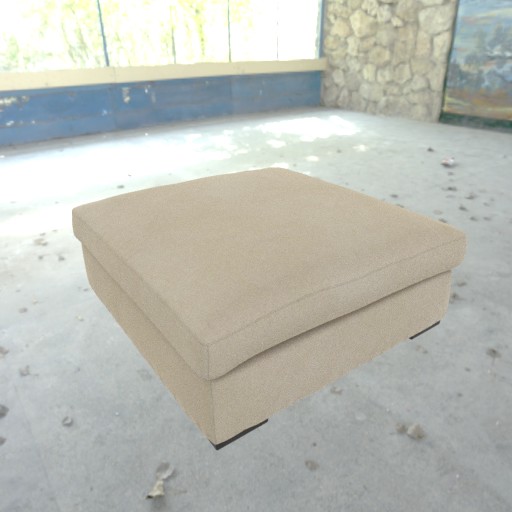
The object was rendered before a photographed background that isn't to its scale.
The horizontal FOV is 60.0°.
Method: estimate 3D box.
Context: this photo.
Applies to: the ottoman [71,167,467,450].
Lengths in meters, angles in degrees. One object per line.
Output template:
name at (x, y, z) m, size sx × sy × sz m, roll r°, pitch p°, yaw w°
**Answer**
ottoman at (0.000, 0.000, 1.890) m, size 1.190 × 0.522 × 1.205 m, roll -18°, pitch 32°, yaw -32°
